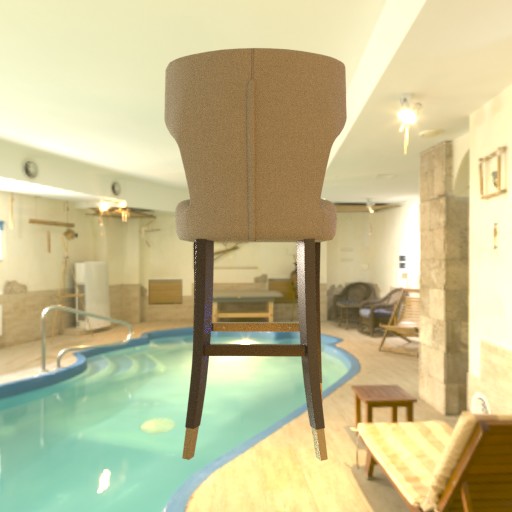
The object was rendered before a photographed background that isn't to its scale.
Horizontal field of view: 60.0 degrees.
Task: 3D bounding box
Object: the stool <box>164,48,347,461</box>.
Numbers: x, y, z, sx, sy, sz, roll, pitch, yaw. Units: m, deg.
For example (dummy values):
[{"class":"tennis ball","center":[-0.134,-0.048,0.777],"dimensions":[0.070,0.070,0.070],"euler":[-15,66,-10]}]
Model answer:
[{"class":"stool","center":[0.000,0.000,1.411],"dimensions":[0.526,1.092,0.563],"euler":[0,0,1]}]
